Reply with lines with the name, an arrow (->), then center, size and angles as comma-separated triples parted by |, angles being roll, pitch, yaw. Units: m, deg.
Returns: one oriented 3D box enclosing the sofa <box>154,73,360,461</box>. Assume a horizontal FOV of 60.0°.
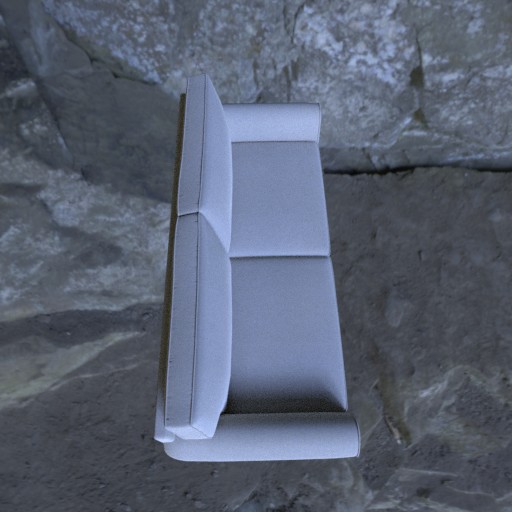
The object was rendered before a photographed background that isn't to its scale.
sofa -> 0.000, 0.000, 2.550 | 0.901, 0.962, 2.146 | -1, 63, -1
